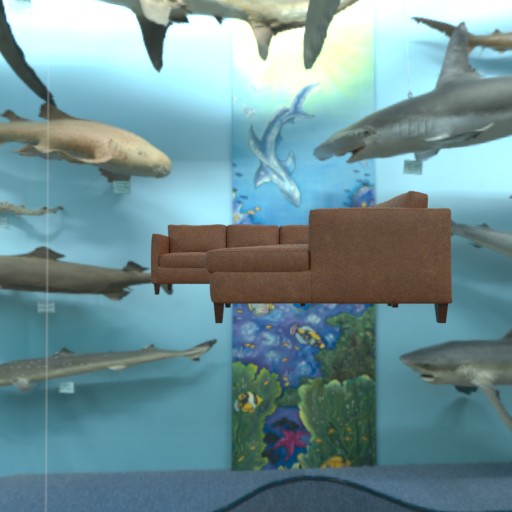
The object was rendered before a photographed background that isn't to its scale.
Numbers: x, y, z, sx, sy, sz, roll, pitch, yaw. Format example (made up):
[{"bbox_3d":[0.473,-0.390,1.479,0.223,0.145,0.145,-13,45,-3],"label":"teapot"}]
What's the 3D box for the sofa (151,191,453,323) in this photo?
[{"bbox_3d":[0.000,0.000,4.576,2.593,0.923,3.460,0,-1,0],"label":"sofa"}]
